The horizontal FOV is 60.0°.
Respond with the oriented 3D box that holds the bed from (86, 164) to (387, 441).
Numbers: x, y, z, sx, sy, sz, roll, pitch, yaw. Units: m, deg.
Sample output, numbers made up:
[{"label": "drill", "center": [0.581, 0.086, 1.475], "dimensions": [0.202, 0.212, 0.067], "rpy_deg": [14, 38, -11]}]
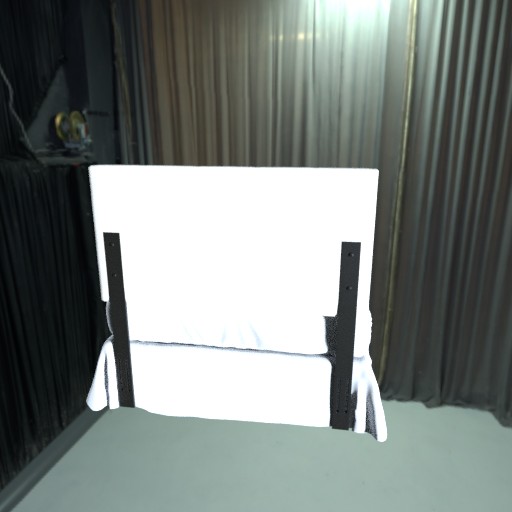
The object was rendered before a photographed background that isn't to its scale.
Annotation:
[{"label": "bed", "center": [0.000, 0.000, 3.585], "dimensions": [1.936, 1.577, 2.222], "rpy_deg": [3, 16, 9]}]
